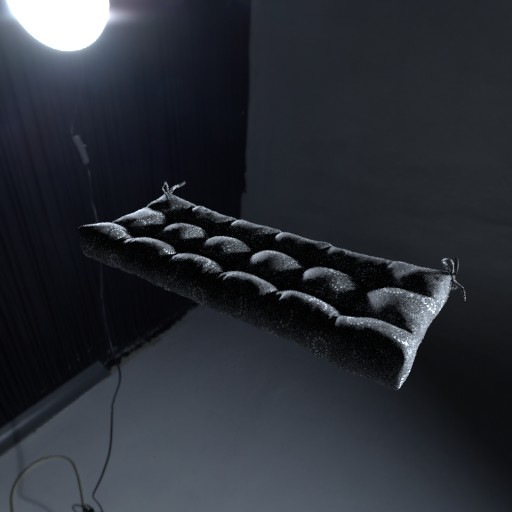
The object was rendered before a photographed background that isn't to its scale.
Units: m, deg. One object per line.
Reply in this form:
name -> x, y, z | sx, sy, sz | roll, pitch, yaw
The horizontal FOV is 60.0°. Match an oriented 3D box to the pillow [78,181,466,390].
pillow -> 0.000, 0.000, 1.399 | 1.194, 0.174, 0.511 | 19, 34, 30
